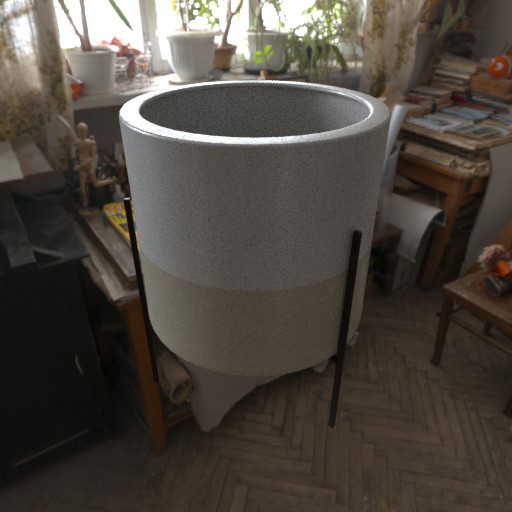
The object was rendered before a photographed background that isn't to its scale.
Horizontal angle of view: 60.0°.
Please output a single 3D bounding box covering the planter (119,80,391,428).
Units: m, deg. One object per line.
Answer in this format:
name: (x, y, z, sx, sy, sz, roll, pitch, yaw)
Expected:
planter: (0.000, 0.000, 0.725, 0.359, 0.484, 0.368, 9, 33, 15)
